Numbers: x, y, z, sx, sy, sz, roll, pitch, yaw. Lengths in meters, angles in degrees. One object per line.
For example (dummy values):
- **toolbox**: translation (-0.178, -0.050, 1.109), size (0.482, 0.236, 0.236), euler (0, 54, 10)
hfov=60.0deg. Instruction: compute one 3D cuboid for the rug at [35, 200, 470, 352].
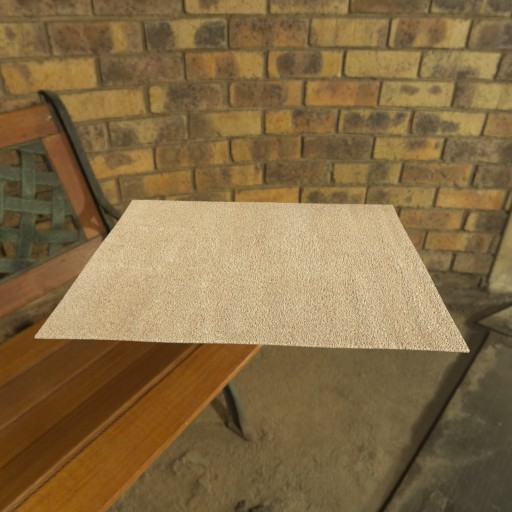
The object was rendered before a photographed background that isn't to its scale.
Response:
- **rug**: translation (0.000, 0.000, 4.084), size (3.000, 0.025, 2.400), euler (1, 31, 2)
